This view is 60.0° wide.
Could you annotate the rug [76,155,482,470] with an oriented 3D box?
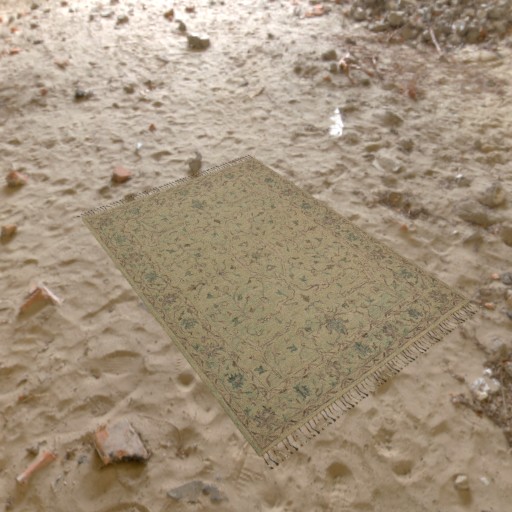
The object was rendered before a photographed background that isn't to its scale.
[{"bbox_3d":[0.000,0.000,2.280,1.247,0.008,1.802,-26,47,-27],"label":"rug"}]
